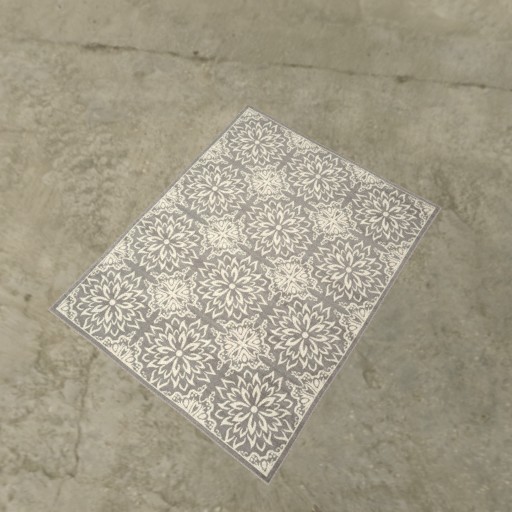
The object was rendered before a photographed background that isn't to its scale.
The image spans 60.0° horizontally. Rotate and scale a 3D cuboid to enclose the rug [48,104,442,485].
[{"bbox_3d":[0.000,0.000,4.122,2.363,0.012,2.980,33,68,15],"label":"rug"}]
